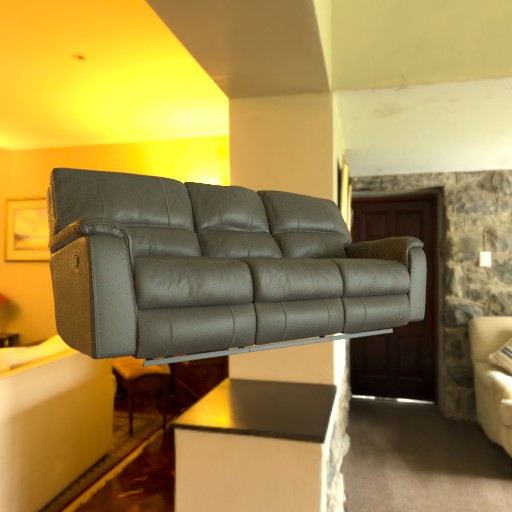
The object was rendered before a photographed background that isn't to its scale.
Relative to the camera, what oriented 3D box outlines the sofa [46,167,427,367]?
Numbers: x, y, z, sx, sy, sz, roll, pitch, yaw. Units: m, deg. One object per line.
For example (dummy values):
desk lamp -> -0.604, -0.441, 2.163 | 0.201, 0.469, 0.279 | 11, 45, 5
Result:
sofa -> 0.000, 0.000, 3.102 | 2.627, 1.134, 1.104 | 1, -2, -36
